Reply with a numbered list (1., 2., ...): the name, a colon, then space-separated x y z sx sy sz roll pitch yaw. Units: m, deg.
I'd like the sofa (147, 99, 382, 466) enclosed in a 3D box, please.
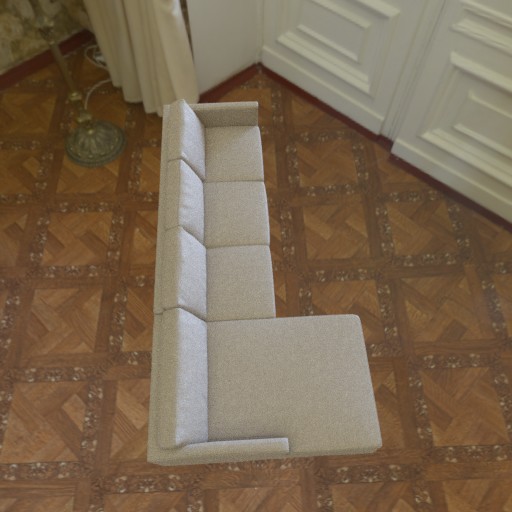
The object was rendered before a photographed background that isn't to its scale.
1. sofa: 0.000 0.000 3.831 1.625 0.846 3.186 -3 62 -2
